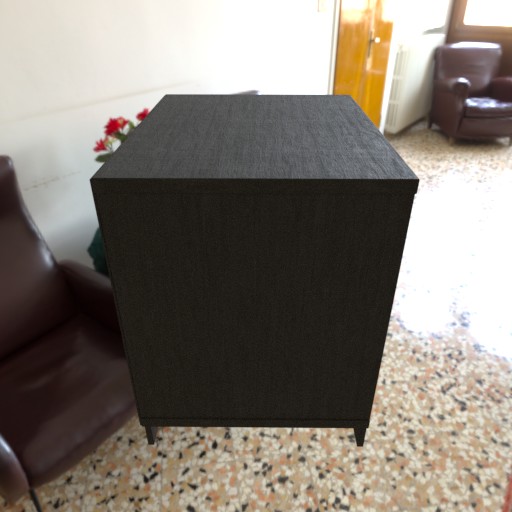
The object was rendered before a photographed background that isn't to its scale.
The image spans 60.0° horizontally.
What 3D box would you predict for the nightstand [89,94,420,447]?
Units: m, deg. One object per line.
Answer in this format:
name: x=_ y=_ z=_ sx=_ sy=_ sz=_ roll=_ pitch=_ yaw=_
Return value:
nightstand: x=0.000 y=0.000 z=0.762 sx=0.347 sy=0.448 sz=0.427 roll=0 pitch=31 yaw=0
